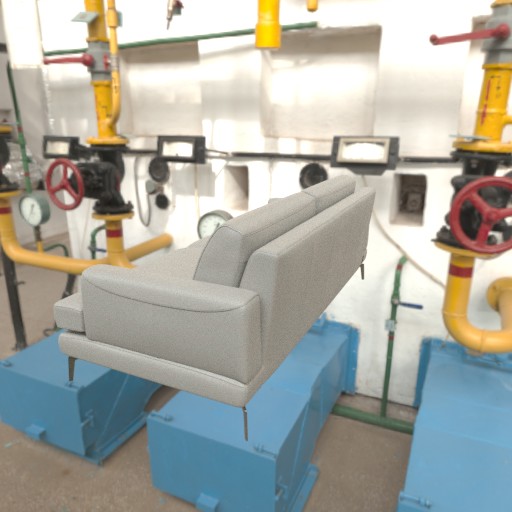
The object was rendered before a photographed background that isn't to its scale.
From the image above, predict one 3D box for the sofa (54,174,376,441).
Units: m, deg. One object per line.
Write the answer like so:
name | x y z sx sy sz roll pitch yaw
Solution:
sofa | 0.000 0.000 2.465 0.974 0.765 1.940 8 19 25
